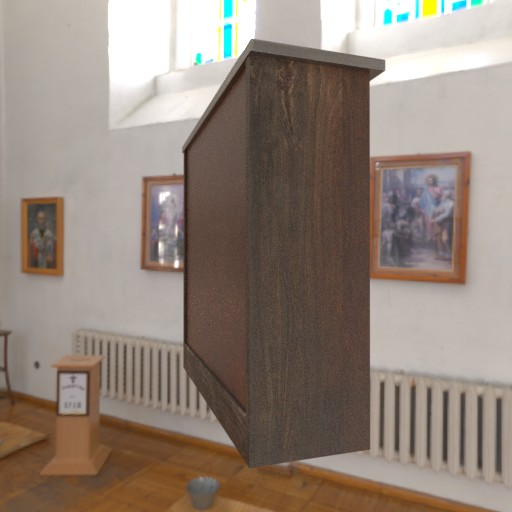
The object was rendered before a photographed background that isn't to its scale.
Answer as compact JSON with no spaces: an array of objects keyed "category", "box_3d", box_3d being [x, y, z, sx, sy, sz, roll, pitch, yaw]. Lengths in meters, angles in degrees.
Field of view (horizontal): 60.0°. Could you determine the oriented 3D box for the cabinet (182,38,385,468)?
[{"category":"cabinet","box_3d":[0.000,0.000,1.449,0.338,0.919,0.968,0,0,-18]}]
